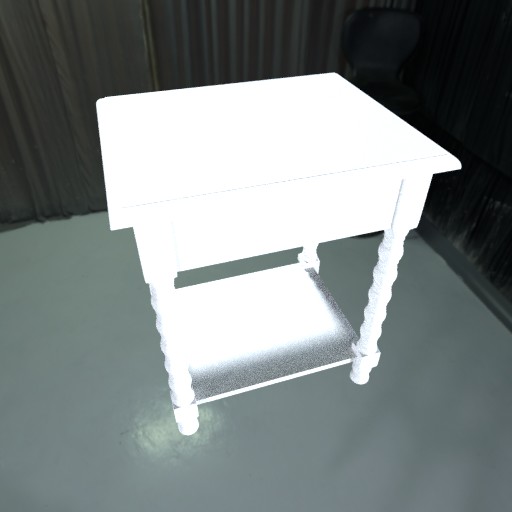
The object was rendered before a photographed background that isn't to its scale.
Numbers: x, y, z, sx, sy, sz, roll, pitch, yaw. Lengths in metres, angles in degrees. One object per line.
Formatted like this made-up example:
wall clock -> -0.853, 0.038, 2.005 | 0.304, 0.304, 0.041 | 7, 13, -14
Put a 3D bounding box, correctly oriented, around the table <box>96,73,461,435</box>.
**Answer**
table -> 0.000, 0.000, 0.842 | 0.460, 0.531, 0.381 | -12, 41, -14
